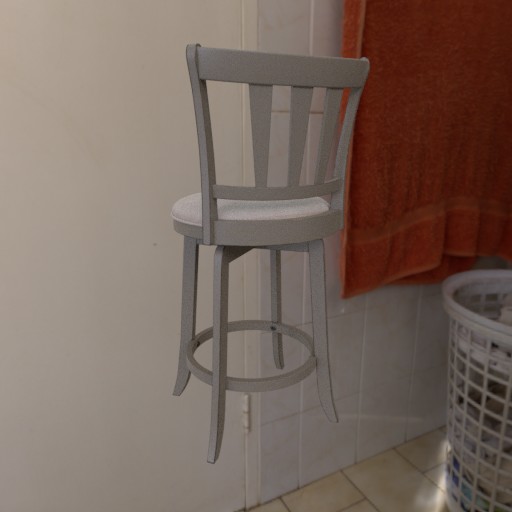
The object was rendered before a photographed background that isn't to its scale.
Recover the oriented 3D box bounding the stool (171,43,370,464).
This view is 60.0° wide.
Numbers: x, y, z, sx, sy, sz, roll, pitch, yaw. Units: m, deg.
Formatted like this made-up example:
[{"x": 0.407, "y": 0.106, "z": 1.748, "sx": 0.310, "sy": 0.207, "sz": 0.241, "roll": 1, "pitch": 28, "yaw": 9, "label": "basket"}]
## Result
[{"x": 0.000, "y": 0.000, "z": 1.224, "sx": 0.450, "sy": 0.994, "sz": 0.486, "roll": -7, "pitch": 18, "yaw": -24, "label": "stool"}]
